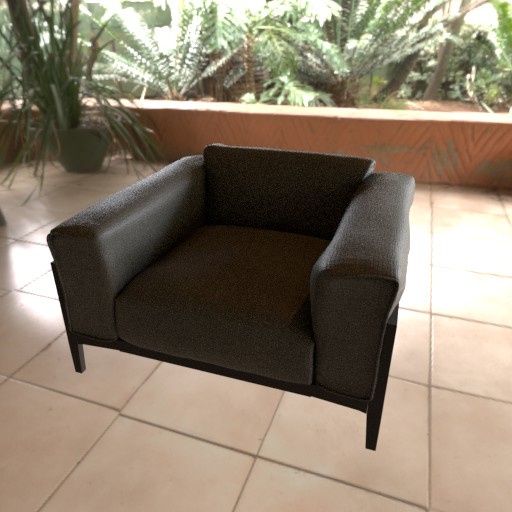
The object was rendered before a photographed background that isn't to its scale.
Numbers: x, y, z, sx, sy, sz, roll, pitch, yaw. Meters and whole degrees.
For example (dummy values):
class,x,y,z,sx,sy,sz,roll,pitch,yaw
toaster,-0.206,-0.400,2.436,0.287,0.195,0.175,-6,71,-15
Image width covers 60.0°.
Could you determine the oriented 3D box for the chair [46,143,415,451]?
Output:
class,x,y,z,sx,sy,sz,roll,pitch,yaw
chair,0.000,0.000,1.656,1.056,0.646,0.969,9,28,17
